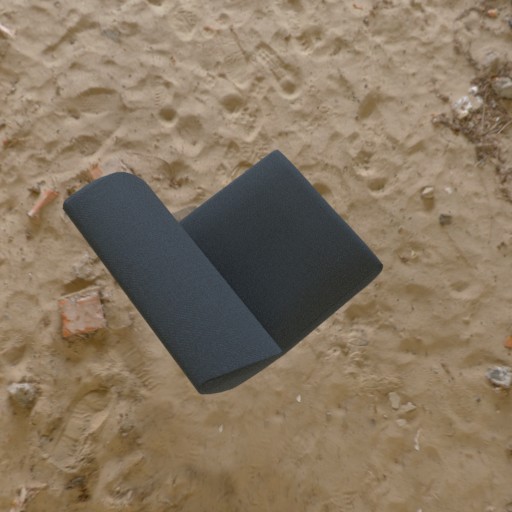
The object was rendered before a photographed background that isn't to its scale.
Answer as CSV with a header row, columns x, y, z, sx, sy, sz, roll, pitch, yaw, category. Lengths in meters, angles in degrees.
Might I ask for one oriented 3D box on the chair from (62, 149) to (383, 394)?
x,y,z,sx,sy,sz,roll,pitch,yaw,category
0.000,0.000,1.208,0.592,0.804,0.513,-39,78,-10,chair
